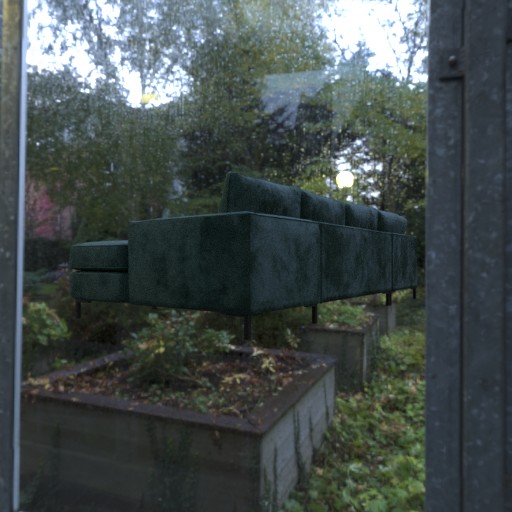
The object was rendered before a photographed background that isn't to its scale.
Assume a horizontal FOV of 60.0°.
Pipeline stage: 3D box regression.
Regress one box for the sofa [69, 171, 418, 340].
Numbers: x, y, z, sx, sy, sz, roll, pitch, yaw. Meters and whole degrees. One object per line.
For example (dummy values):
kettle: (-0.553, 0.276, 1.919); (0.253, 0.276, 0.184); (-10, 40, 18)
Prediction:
sofa: (0.000, 0.000, 3.881); (1.992, 0.861, 2.994); (-1, -1, 35)
